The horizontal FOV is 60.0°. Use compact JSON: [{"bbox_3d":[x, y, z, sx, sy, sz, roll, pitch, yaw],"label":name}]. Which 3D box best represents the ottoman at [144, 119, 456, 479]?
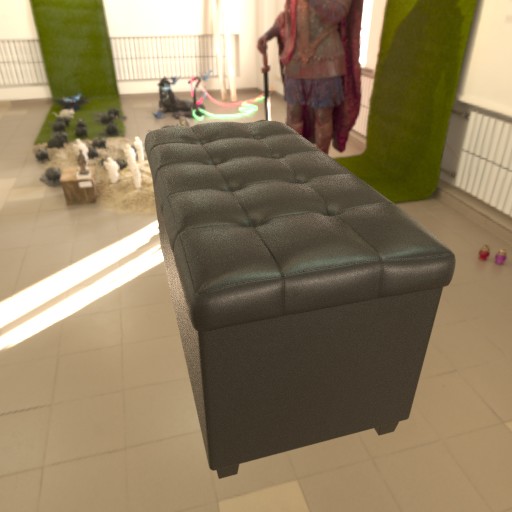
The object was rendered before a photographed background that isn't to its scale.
[{"bbox_3d":[0.000,0.000,1.078,0.432,0.470,0.838,-9,32,-14],"label":"ottoman"}]
